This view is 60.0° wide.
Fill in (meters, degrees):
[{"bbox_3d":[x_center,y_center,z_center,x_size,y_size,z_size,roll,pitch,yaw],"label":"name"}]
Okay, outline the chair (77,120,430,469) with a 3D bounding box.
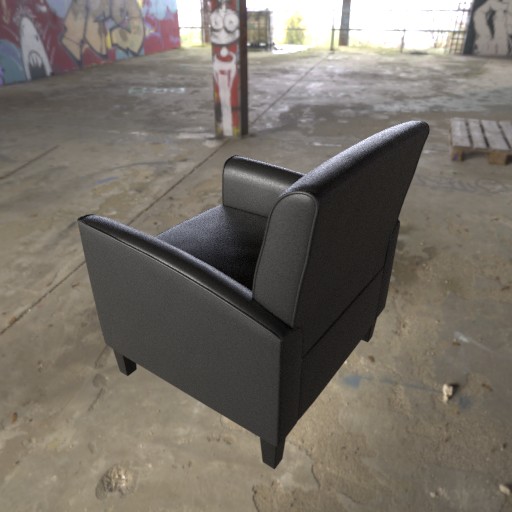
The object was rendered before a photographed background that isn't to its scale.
[{"bbox_3d":[0.000,0.000,1.543,0.819,0.916,0.820,20,35,30],"label":"chair"}]
